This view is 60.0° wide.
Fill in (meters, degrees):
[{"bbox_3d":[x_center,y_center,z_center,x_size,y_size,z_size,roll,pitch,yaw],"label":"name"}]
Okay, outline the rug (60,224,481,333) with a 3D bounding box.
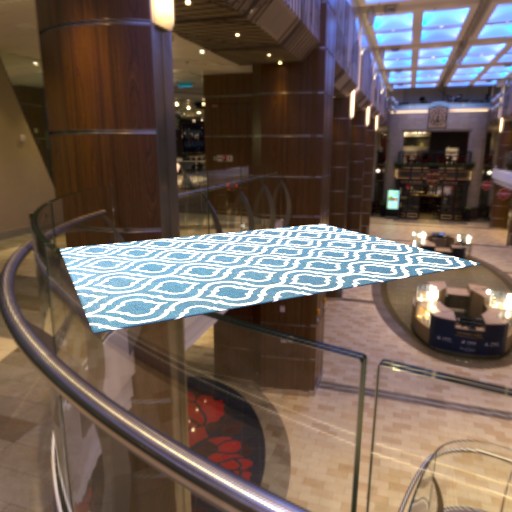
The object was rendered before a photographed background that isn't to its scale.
[{"bbox_3d":[0.000,0.000,4.319,3.353,0.010,2.438,-7,15,-27],"label":"rug"}]
